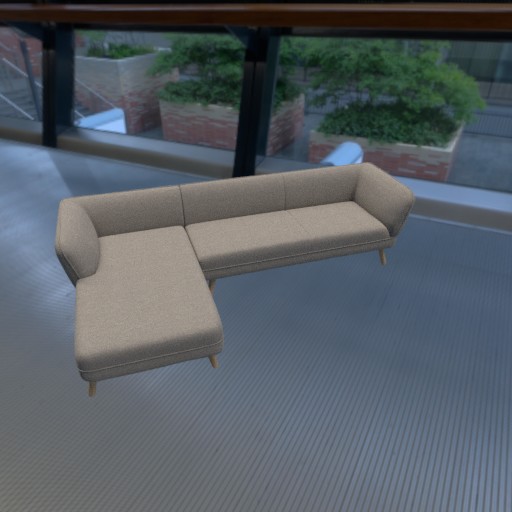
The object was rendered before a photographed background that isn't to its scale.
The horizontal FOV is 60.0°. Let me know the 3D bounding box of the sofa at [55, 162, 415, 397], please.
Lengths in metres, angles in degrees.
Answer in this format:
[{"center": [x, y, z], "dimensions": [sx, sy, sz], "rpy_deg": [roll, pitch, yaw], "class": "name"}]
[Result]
[{"center": [0.000, 0.000, 3.256], "dimensions": [2.653, 0.693, 1.532], "rpy_deg": [-10, 33, -15], "class": "sofa"}]
